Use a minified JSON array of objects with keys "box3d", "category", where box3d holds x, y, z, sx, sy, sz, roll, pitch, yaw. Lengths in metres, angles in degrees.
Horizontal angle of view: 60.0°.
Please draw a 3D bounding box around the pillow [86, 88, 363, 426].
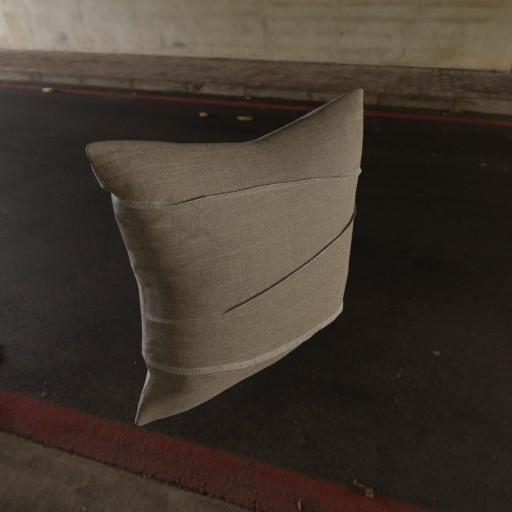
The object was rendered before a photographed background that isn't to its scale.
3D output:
[{"box3d":[0.000,0.000,0.623,0.424,0.400,0.169,-24,39,-33],"category":"pillow"}]
